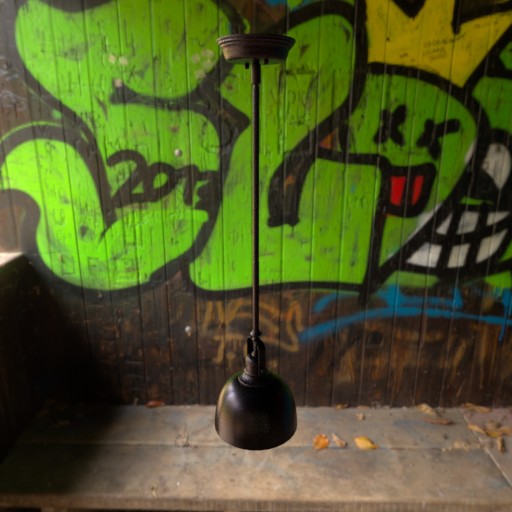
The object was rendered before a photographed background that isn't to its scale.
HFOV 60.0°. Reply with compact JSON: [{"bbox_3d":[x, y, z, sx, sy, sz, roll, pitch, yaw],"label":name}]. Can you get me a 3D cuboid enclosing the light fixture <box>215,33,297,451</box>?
[{"bbox_3d":[0.000,0.000,0.869,0.182,0.768,0.182,-8,19,-26],"label":"light fixture"}]
